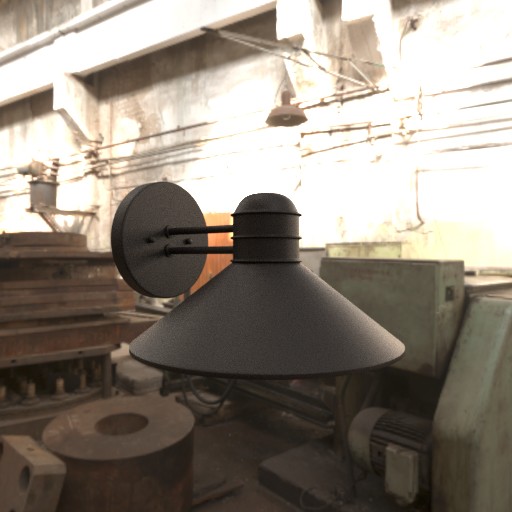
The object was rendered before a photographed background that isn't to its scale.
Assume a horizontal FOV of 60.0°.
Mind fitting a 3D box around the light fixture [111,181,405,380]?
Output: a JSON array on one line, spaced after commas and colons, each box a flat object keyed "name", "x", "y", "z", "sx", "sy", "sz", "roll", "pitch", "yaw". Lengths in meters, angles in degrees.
[{"name": "light fixture", "x": 0.000, "y": 0.000, "z": 0.678, "sx": 0.434, "sy": 0.265, "sz": 0.396, "roll": 0, "pitch": 0, "yaw": 36}]
